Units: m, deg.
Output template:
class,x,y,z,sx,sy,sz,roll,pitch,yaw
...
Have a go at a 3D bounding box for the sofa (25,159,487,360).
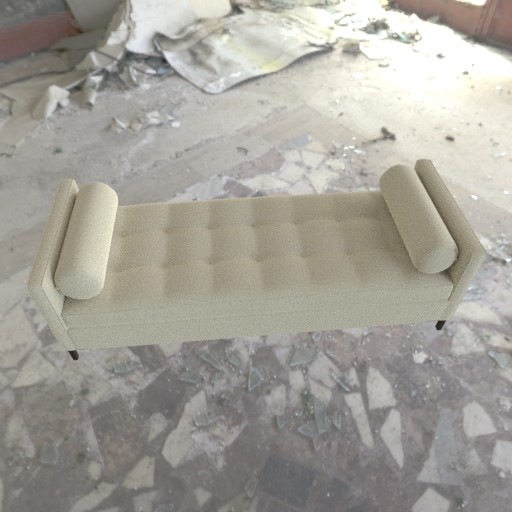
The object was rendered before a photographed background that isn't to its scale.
class,x,y,z,sx,sy,sz,roll,pitch,yaw
sofa,0.000,0.000,2.333,1.985,0.641,0.746,-4,48,-4
